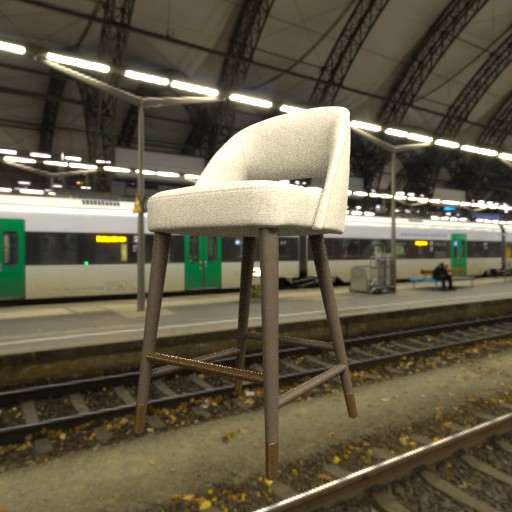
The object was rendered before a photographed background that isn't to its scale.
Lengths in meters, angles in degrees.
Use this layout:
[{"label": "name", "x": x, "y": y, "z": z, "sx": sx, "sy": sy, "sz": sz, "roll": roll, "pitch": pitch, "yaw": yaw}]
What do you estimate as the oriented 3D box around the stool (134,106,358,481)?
[{"label": "stool", "x": 0.000, "y": 0.000, "z": 1.257, "sx": 0.494, "sy": 0.940, "sz": 0.509, "roll": 0, "pitch": 1, "yaw": 36}]
